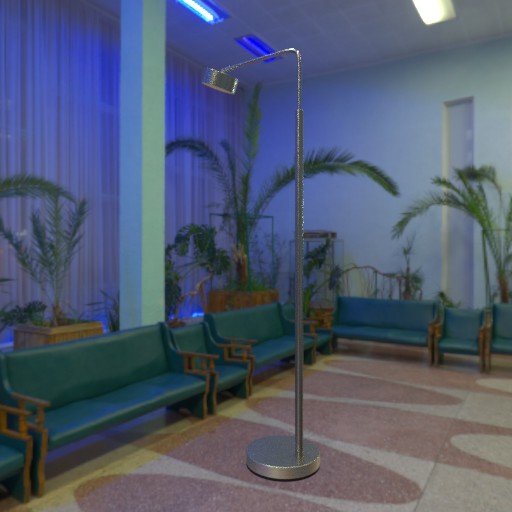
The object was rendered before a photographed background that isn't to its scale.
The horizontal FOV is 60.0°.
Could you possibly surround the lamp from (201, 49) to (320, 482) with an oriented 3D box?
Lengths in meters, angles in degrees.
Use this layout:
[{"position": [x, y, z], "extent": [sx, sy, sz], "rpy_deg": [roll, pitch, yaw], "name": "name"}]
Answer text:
[{"position": [0.000, 0.000, 1.393], "extent": [0.421, 1.250, 0.222], "rpy_deg": [0, 0, 35], "name": "lamp"}]
